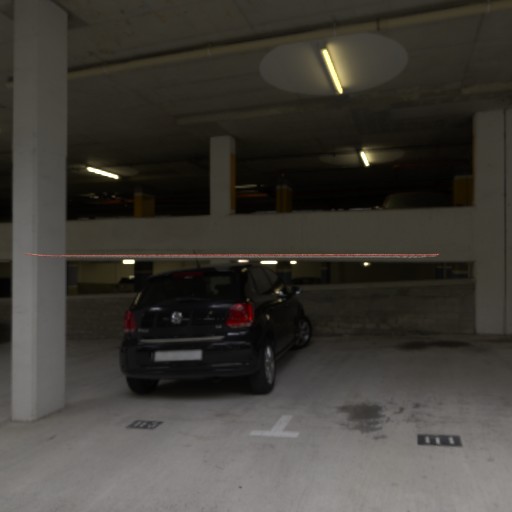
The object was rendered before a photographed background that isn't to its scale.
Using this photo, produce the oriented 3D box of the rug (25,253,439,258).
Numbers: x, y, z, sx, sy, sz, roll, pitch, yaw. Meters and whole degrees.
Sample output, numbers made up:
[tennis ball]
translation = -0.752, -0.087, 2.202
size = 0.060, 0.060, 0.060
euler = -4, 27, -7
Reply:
[rug]
translation = 0.000, 0.000, 4.237
size = 3.086, 0.030, 2.489
euler = 0, 0, 18
